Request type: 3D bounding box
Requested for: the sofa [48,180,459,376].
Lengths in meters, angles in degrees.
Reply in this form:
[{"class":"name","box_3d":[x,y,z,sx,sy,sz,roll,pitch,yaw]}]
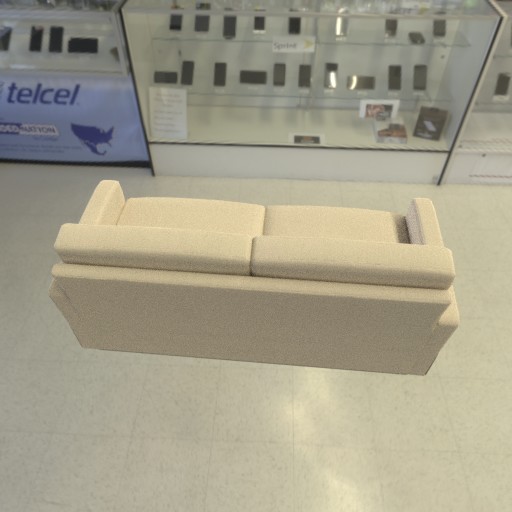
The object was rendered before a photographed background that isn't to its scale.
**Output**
[{"class":"sofa","box_3d":[0.000,0.000,2.257,1.808,0.831,0.894,4,47,4]}]
